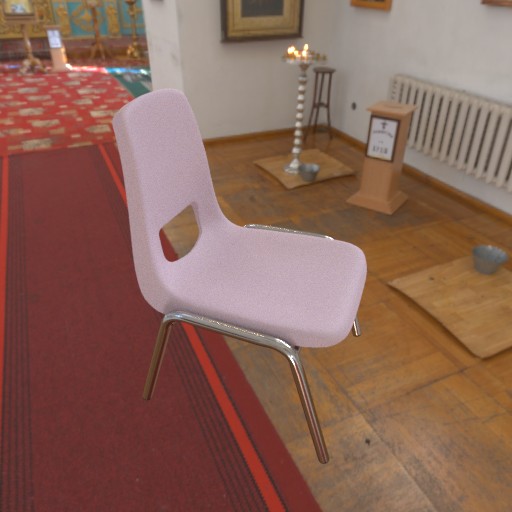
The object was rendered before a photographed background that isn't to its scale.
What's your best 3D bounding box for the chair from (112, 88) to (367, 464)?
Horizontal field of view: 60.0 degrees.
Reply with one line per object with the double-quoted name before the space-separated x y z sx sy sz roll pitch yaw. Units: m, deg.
"chair" 0.000 0.000 0.795 0.385 0.536 0.354 11 33 17
